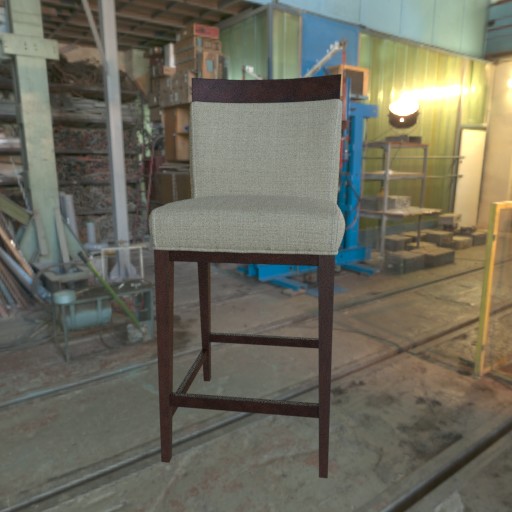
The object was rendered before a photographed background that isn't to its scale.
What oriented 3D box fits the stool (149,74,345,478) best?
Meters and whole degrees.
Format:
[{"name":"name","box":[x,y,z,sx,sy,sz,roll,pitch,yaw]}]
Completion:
[{"name":"stool","box":[0.000,0.000,1.244,0.463,1.011,0.480,2,13,8]}]
